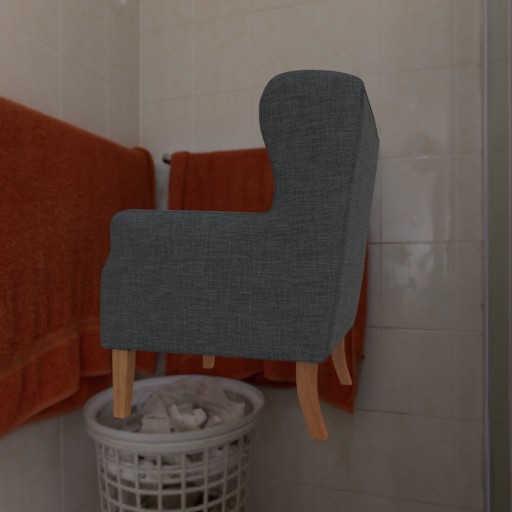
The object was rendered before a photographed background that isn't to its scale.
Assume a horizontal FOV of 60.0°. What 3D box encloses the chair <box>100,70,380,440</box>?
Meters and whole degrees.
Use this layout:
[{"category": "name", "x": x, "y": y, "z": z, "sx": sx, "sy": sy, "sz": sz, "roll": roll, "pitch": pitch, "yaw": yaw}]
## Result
[{"category": "chair", "x": 0.000, "y": 0.000, "z": 1.498, "sx": 0.775, "sy": 0.953, "sz": 0.711, "roll": 0, "pitch": 0, "yaw": 19}]
